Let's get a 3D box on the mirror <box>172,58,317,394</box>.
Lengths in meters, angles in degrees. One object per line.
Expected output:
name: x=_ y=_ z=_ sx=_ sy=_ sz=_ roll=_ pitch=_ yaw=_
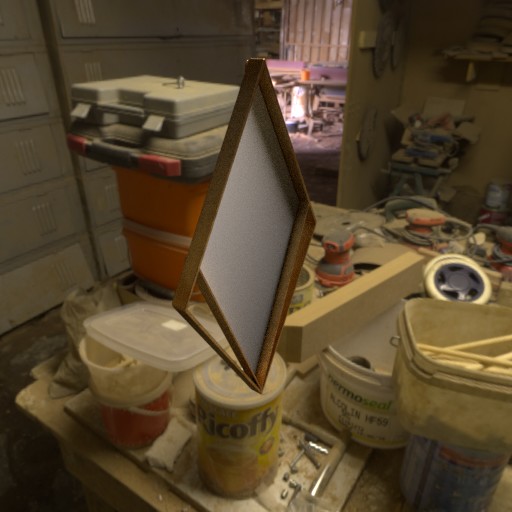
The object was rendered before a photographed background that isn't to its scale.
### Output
mirror: x=0.000 y=0.000 z=0.833 sx=0.032 sy=0.679 sz=0.419 roll=18 pitch=32 yaw=31
